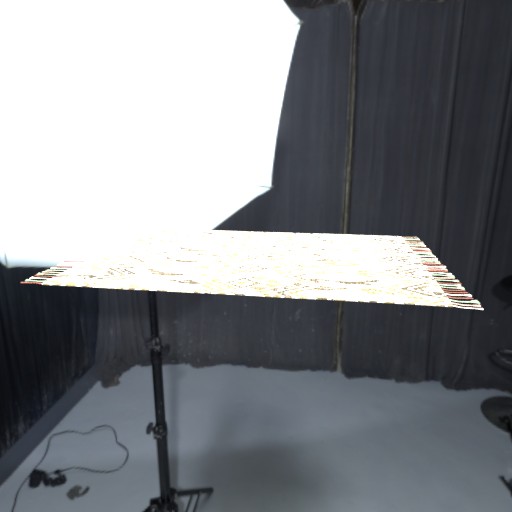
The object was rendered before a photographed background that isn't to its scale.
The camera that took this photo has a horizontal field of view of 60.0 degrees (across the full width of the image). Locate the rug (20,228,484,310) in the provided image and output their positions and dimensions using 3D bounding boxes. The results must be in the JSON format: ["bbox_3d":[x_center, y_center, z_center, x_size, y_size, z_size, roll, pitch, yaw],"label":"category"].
[{"bbox_3d":[0.000,0.000,2.274,1.829,0.008,1.219,2,15,9],"label":"rug"}]
